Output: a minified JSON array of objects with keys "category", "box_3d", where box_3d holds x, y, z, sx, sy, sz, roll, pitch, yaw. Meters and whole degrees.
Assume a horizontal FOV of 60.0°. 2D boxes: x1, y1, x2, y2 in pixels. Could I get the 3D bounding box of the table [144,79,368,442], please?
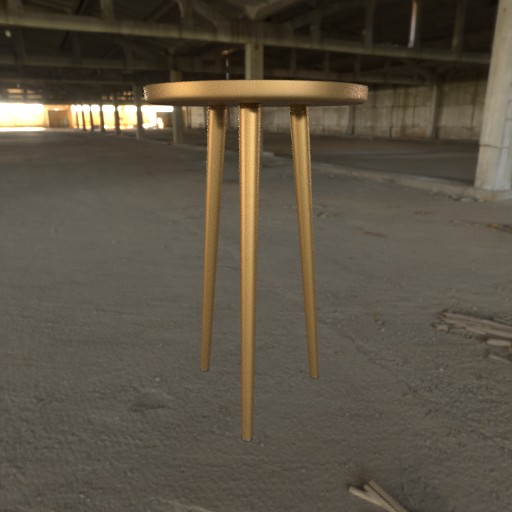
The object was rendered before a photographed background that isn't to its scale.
[{"category":"table","box_3d":[0.000,0.000,0.678,0.299,0.480,0.299,-8,19,-25]}]
